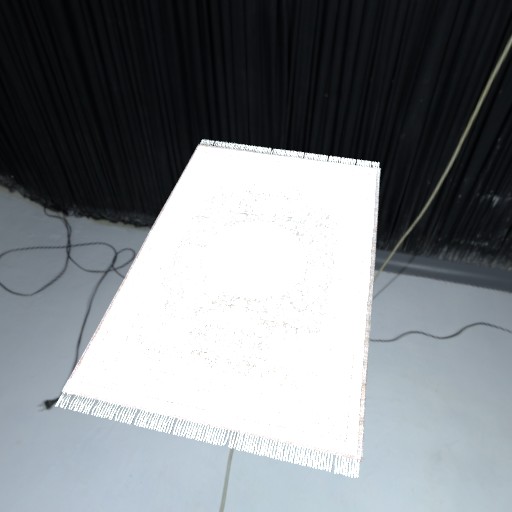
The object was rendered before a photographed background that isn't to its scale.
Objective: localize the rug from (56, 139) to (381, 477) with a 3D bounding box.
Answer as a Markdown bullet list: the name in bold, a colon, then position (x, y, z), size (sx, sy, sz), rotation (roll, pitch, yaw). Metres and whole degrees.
- **rug**: position (0.000, 0.000, 2.910), size (1.528, 0.010, 2.440), rotation (10, 48, 9)
